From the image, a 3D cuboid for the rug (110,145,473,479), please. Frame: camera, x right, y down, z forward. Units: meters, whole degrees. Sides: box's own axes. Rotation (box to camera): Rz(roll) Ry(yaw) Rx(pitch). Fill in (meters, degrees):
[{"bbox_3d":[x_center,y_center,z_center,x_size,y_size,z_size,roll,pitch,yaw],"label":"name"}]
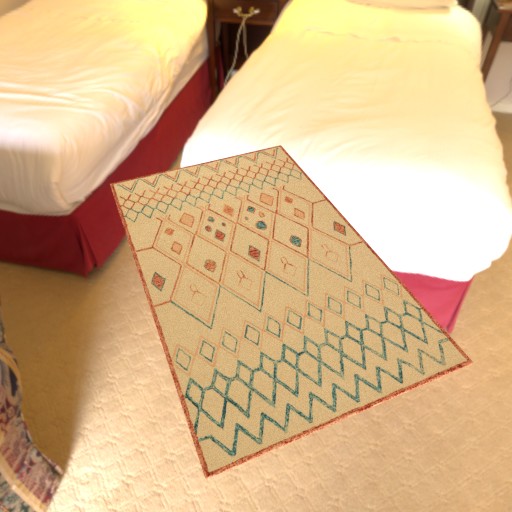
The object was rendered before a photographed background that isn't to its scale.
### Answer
[{"bbox_3d":[0.000,0.000,2.988,1.524,0.015,2.438,-17,47,-16],"label":"rug"}]
